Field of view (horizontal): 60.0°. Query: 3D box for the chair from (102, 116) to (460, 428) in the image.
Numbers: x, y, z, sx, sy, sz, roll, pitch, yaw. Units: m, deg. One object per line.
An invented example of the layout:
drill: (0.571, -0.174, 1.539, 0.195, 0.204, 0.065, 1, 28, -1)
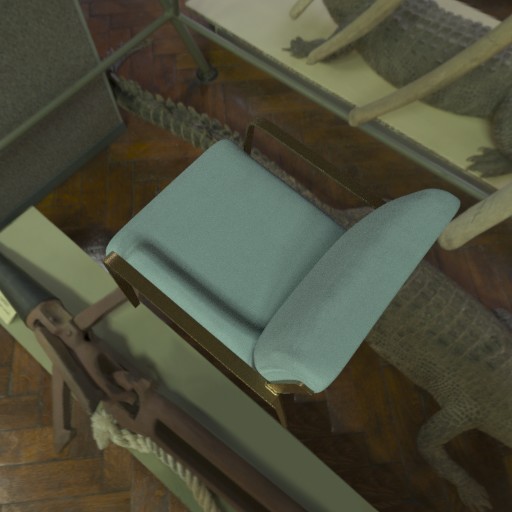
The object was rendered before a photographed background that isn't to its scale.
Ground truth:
chair: (0.000, 0.000, 1.458, 0.842, 0.824, 0.701, 36, 70, 16)
